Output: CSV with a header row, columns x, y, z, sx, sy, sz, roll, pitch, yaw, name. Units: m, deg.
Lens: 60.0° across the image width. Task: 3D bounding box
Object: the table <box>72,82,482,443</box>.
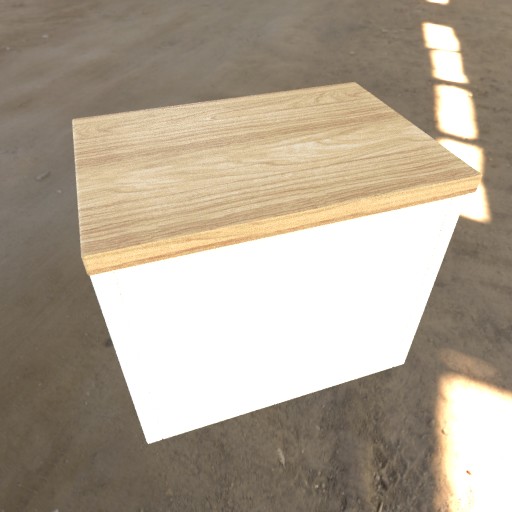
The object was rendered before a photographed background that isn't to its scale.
x,y,z,sx,sy,sz,roll,pitch,yaw,name
0.000,0.000,0.786,0.500,0.440,0.360,-13,43,-14,table
